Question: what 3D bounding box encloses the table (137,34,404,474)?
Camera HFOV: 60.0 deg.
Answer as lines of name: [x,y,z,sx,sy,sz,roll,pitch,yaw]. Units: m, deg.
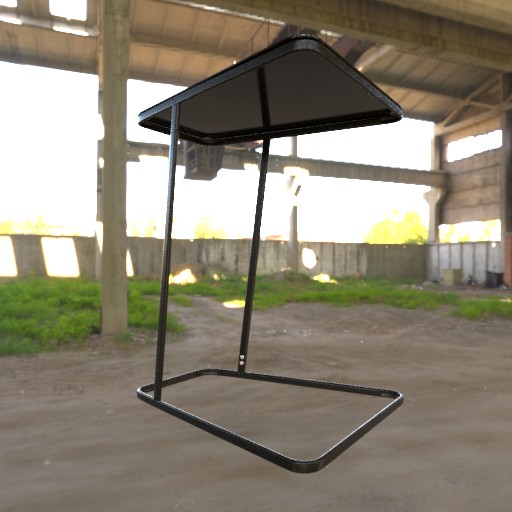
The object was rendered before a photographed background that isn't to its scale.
table: [0.000,0.000,0.930,0.500,0.624,0.427,0,0,36]
